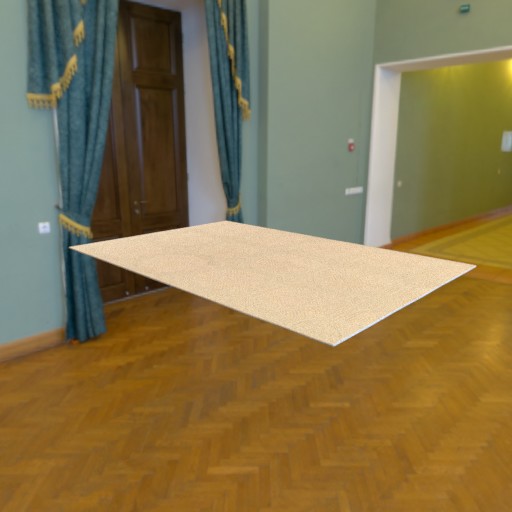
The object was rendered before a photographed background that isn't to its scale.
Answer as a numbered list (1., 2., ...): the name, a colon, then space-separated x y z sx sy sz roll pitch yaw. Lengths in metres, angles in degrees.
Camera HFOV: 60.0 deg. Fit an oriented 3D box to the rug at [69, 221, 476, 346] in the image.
1. rug: 0.000 0.000 2.376 1.839 0.009 1.236 14 20 42
